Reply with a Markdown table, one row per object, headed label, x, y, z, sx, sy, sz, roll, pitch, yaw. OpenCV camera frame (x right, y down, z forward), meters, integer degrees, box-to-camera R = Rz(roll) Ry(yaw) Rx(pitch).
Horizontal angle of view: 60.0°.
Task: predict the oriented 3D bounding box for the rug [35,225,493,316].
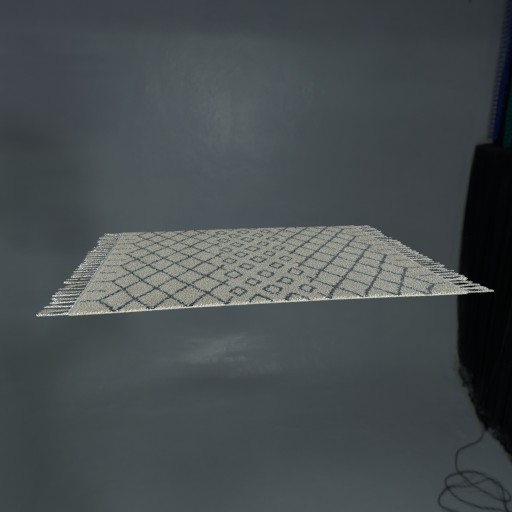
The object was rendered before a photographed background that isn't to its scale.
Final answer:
| label | x | y | z | sx | sy | sz | roll | pitch | yaw |
| --- | --- | --- | --- | --- | --- | --- | --- | --- | --- |
| rug | 0.000 | 0.000 | 4.190 | 3.213 | 0.030 | 2.388 | -2 | 16 | -8 |
